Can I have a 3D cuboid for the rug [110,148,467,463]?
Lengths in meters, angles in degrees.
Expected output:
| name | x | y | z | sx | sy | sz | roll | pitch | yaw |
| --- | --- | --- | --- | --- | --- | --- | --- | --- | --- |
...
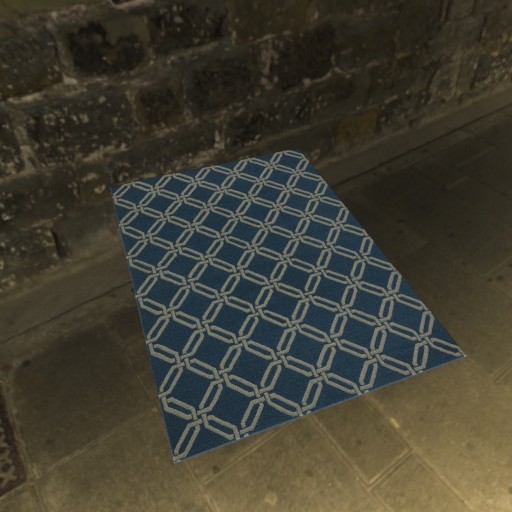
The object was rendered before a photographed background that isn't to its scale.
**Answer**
| name | x | y | z | sx | sy | sz | roll | pitch | yaw |
| --- | --- | --- | --- | --- | --- | --- | --- | --- | --- |
| rug | 0.000 | 0.000 | 4.416 | 2.432 | 0.018 | 3.342 | -15 | 47 | -14 |
